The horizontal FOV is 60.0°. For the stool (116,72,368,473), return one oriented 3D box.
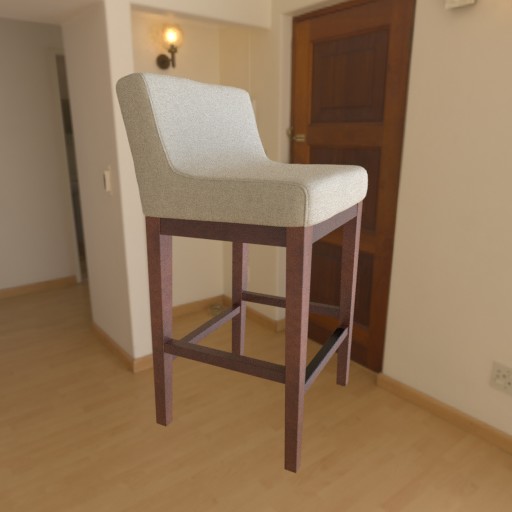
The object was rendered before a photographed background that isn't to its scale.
[{"bbox_3d":[0.000,0.000,1.244,0.500,0.937,0.511,8,17,26],"label":"stool"}]
